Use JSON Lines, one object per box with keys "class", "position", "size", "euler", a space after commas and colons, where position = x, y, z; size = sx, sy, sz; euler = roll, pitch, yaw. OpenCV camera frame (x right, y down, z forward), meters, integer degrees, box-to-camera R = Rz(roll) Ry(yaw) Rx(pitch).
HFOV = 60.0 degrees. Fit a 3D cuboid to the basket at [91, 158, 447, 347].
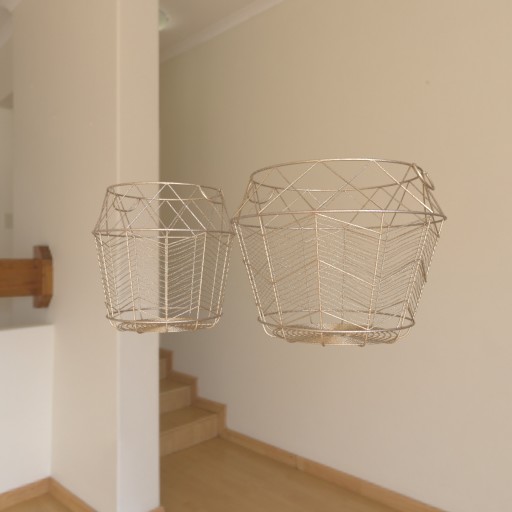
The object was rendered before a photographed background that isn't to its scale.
{"class": "basket", "position": [0.000, 0.000, 1.014], "size": [0.805, 0.343, 0.451], "euler": [0, 0, 18]}
